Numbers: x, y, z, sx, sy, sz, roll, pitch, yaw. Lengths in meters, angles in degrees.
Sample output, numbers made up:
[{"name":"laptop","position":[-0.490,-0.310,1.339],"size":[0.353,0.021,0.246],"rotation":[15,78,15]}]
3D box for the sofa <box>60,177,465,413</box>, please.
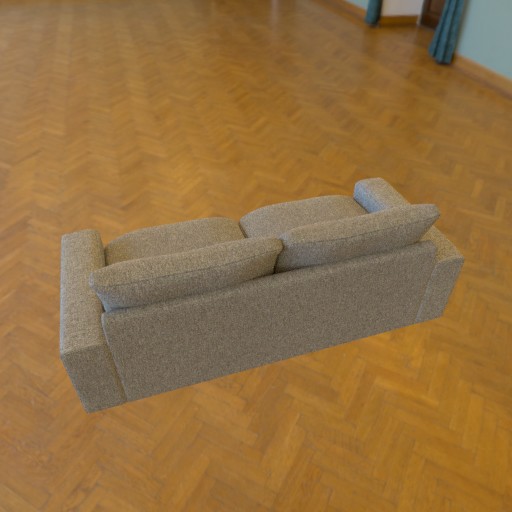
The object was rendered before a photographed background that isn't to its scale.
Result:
[{"name":"sofa","position":[0.000,0.000,2.807],"size":[2.299,0.922,1.040],"rotation":[-12,42,-14]}]
